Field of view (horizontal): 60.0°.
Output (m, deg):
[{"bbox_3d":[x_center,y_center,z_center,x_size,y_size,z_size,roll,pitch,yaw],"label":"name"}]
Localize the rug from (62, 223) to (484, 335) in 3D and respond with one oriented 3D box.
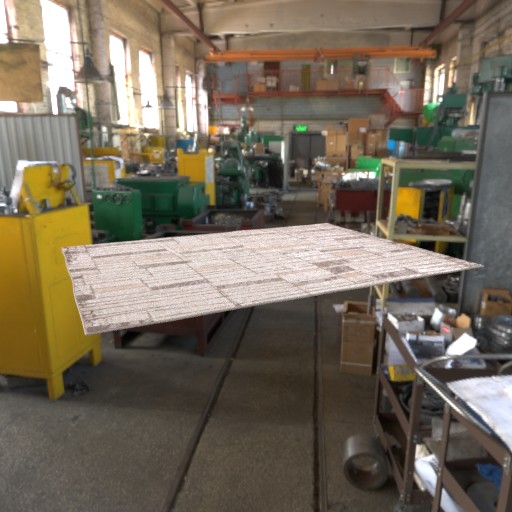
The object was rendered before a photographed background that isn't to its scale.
[{"bbox_3d":[0.000,0.000,4.298,3.357,0.019,2.449,-7,16,-25],"label":"rug"}]
